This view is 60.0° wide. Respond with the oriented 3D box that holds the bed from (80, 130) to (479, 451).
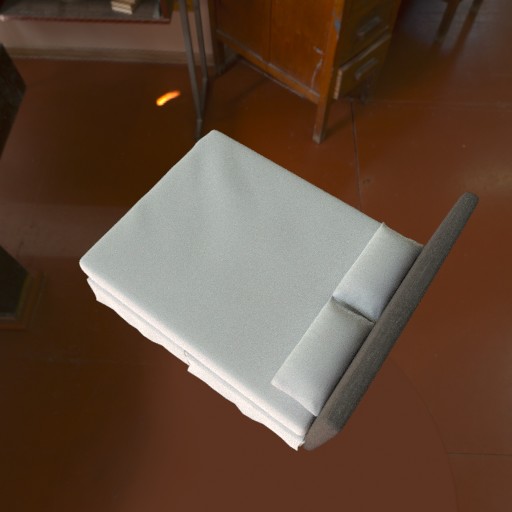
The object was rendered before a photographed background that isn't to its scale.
[{"bbox_3d":[0.000,0.000,3.198,2.142,1.330,1.723,33,67,16],"label":"bed"}]
